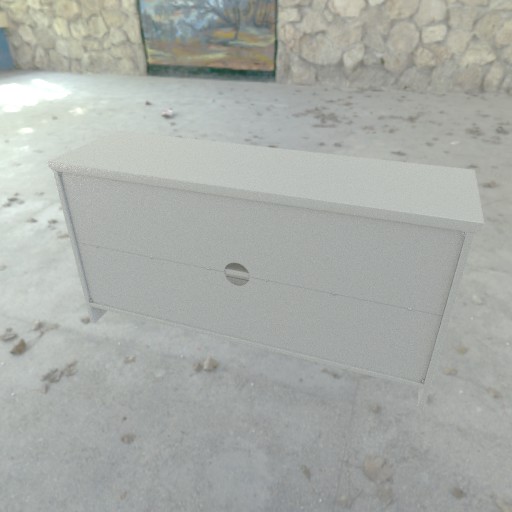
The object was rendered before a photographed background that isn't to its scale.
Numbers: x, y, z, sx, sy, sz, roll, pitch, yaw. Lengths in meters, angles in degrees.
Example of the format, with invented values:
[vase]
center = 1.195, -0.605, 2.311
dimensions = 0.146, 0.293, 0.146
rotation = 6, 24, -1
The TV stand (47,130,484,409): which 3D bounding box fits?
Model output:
[TV stand]
center = 0.000, 0.000, 1.417
dimensions = 1.167, 0.603, 0.344
rotation = 11, 33, 17
